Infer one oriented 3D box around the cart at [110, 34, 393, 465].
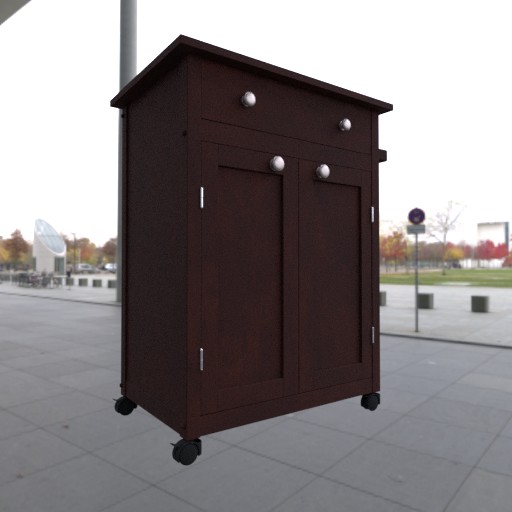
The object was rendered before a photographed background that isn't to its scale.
[{"bbox_3d":[0.000,0.000,1.245,0.683,0.864,0.442,1,-1,-36],"label":"cart"}]
